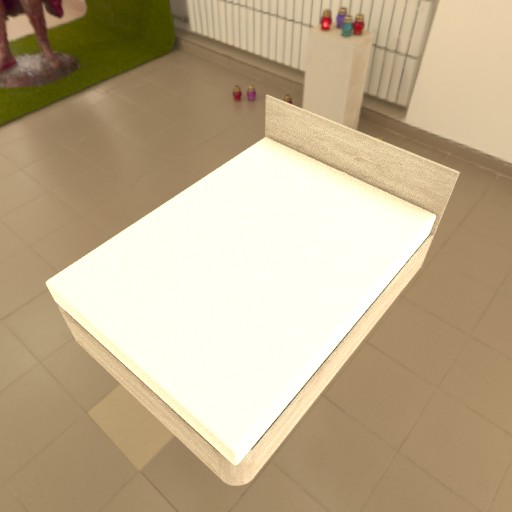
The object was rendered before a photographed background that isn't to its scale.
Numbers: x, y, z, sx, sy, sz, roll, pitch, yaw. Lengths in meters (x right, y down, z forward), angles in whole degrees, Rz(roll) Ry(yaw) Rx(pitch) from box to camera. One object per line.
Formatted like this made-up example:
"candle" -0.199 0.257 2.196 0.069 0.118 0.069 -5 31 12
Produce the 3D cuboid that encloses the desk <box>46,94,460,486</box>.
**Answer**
"desk" 0.000 0.000 2.600 1.400 0.800 1.900 32 54 26
